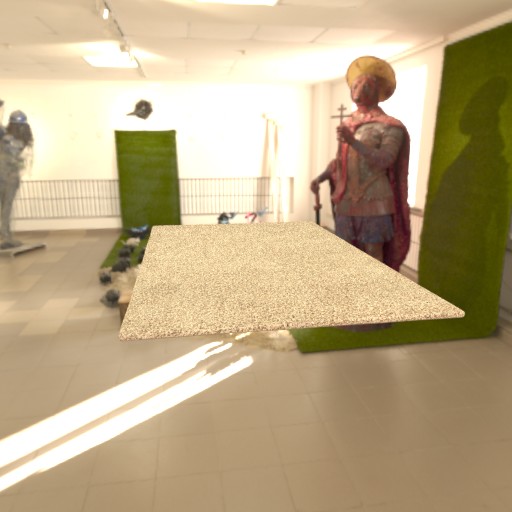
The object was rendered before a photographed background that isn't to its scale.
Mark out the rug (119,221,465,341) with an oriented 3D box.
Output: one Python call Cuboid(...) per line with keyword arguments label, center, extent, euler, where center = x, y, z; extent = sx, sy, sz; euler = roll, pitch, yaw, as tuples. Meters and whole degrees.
Cuboid(label="rug", center=(0.000, 0.000, 3.048), extent=(1.524, 0.030, 2.438), euler=(-2, 15, -9))
